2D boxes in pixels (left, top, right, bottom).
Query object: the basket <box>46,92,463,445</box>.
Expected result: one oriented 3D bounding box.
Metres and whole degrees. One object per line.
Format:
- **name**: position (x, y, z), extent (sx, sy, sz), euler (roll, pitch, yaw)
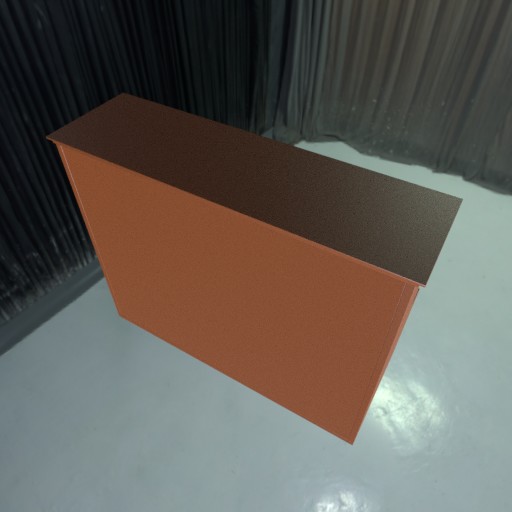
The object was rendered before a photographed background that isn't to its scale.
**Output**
- **basket**: position (0.000, 0.000, 1.115), extent (0.792, 0.625, 0.376), euler (23, 50, 21)
